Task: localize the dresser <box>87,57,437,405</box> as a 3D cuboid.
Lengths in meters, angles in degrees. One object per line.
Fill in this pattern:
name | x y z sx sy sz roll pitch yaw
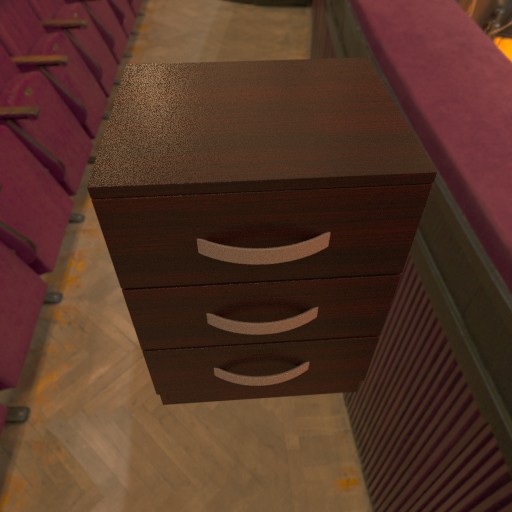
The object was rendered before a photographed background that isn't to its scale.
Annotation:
dresser | 0.000 0.000 0.811 0.400 0.560 0.360 -3 46 -3
